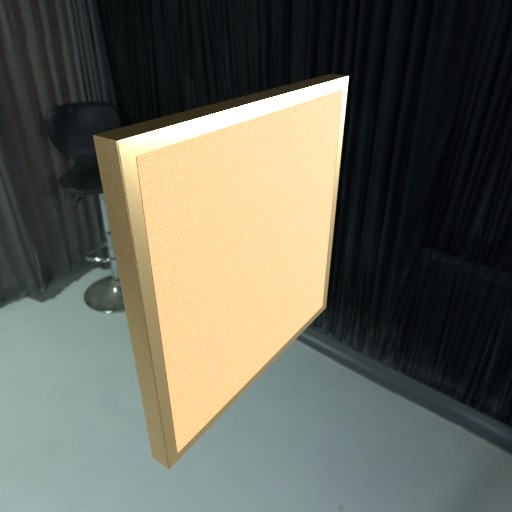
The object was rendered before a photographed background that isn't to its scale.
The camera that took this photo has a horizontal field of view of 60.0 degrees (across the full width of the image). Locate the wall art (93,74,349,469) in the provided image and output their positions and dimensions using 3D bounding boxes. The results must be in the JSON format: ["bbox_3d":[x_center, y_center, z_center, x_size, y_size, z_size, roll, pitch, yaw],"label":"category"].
[{"bbox_3d":[0.000,0.000,0.445,0.023,0.305,0.305,20,36,30],"label":"wall art"}]
